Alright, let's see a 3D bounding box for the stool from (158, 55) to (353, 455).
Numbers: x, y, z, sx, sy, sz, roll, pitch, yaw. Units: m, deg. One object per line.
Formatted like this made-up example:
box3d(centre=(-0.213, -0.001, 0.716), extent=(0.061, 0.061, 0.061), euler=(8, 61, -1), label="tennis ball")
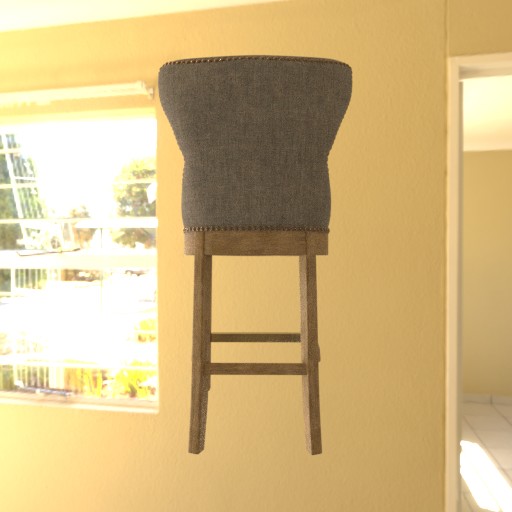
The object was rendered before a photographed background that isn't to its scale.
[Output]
box3d(centre=(0.000, 0.000, 1.329), extent=(0.498, 0.981, 0.608), euler=(0, 0, 1), label="stool")
